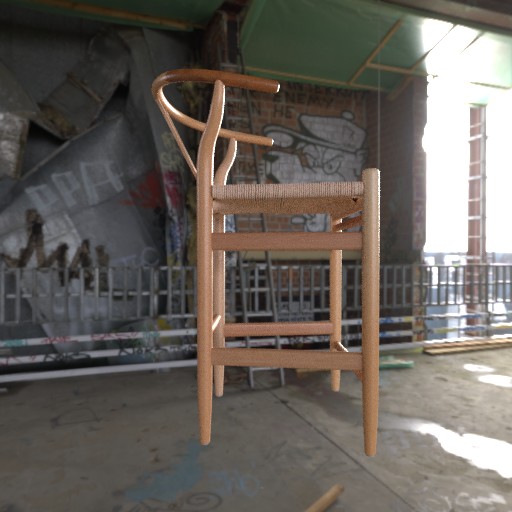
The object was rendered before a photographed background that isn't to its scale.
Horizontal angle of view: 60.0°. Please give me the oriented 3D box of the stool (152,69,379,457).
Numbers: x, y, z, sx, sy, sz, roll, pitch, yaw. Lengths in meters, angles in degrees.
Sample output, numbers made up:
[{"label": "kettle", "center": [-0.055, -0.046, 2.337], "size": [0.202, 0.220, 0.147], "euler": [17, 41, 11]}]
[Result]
[{"label": "stool", "center": [0.000, 0.000, 1.271], "size": [0.575, 0.923, 0.536], "euler": [0, 0, 1]}]
